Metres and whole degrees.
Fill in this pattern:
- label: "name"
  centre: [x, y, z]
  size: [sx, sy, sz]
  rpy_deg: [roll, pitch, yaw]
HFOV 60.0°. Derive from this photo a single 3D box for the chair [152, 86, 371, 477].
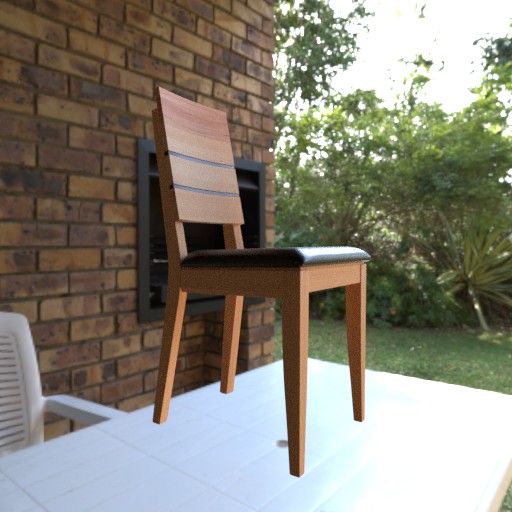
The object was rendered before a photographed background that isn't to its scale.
- label: "chair"
  centre: [0.000, 0.000, 1.234]
  size: [0.520, 0.940, 0.410]
  rpy_deg: [1, 2, 35]
